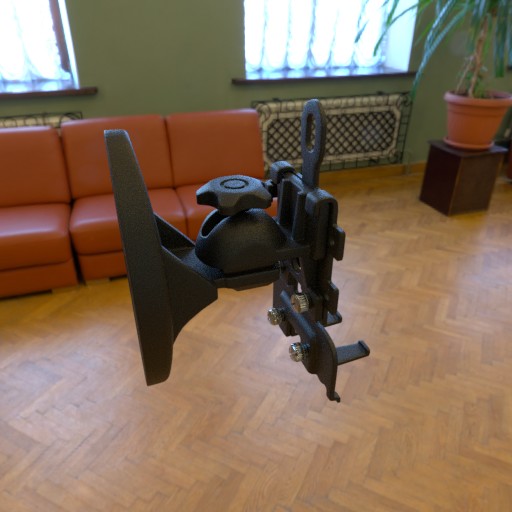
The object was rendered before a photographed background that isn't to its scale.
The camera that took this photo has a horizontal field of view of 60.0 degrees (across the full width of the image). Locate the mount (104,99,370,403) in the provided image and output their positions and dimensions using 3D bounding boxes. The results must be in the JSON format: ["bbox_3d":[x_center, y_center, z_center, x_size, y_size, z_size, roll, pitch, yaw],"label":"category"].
[{"bbox_3d":[0.000,0.000,0.179,0.100,0.118,0.066,-10,31,-17],"label":"mount"}]
